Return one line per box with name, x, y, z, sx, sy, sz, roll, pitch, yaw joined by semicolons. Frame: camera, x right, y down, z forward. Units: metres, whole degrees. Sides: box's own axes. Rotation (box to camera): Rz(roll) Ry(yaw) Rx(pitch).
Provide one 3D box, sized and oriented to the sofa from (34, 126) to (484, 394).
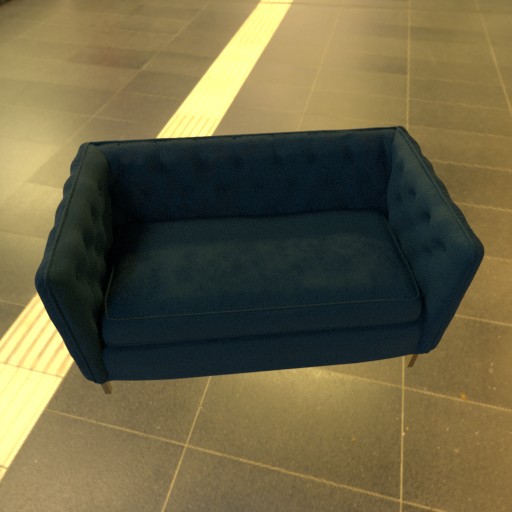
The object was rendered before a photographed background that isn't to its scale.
sofa;0.000;0.000;2.046;1.583;0.810;0.909;-4;46;-4
